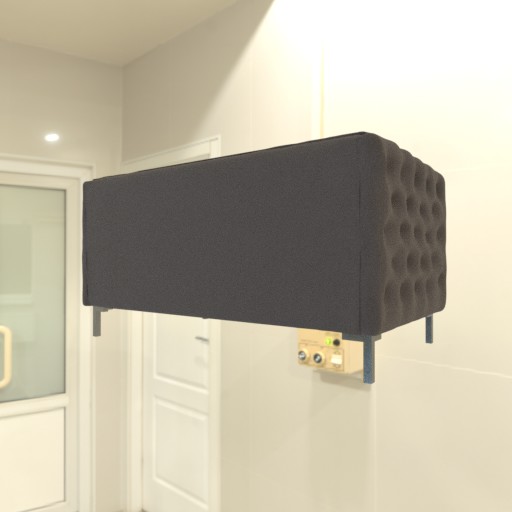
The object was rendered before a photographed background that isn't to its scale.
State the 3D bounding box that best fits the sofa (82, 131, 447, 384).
[{"bbox_3d":[0.000,0.000,2.157,1.583,0.810,0.909,0,0,36],"label":"sofa"}]
